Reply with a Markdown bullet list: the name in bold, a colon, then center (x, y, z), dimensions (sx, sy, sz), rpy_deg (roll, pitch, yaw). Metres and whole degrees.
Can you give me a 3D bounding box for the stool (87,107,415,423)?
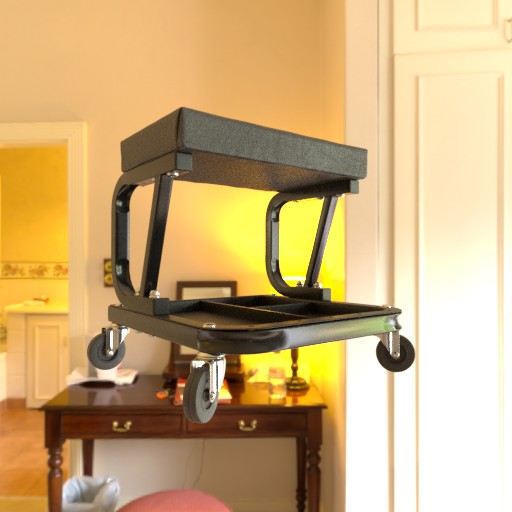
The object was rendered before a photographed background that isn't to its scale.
- **stool**: center (0.000, 0.000, 0.733), dimensions (0.446, 0.380, 0.371), rpy_deg (0, 0, -37)
